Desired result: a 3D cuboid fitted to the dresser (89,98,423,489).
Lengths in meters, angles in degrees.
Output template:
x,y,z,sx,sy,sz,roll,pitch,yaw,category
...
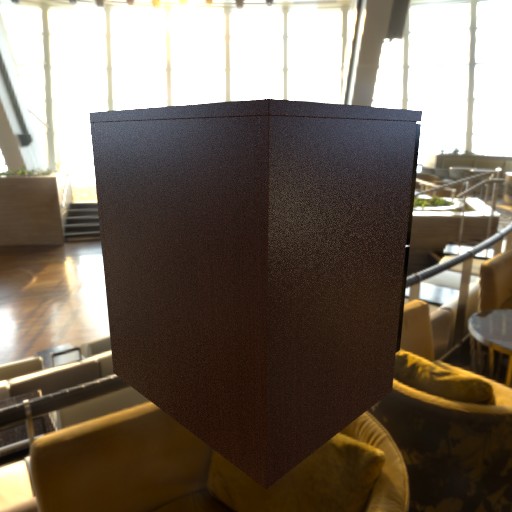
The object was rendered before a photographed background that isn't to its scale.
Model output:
x,y,z,sx,sy,sz,roll,pitch,yaw,category
0.000,0.000,0.759,0.360,0.470,0.400,-15,21,-43,dresser
